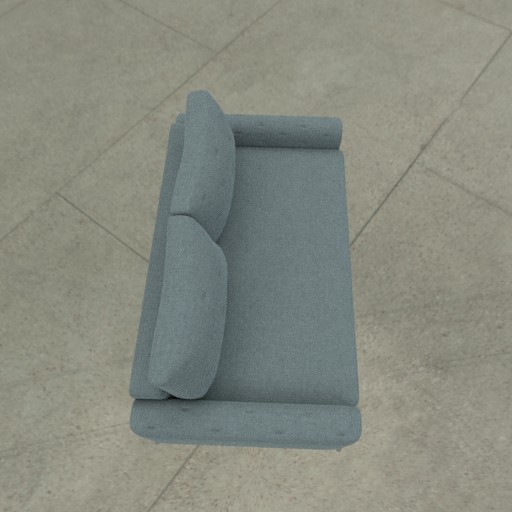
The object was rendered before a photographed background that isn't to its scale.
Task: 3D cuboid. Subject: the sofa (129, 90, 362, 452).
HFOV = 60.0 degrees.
[{"bbox_3d":[0.000,0.000,2.107,0.920,0.790,1.650,2,64,1],"label":"sofa"}]
